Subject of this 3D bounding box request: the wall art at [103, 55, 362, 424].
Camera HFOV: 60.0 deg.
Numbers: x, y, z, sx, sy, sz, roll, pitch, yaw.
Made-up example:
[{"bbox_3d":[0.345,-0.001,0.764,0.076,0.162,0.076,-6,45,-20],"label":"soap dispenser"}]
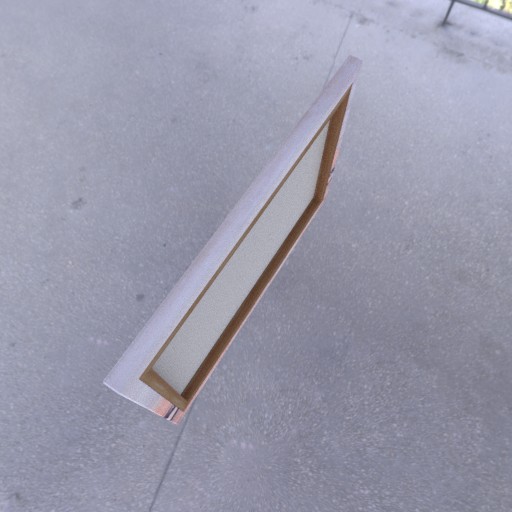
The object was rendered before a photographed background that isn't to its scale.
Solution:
[{"bbox_3d":[0.000,0.000,1.178,0.038,0.609,0.913,29,68,13],"label":"wall art"}]
